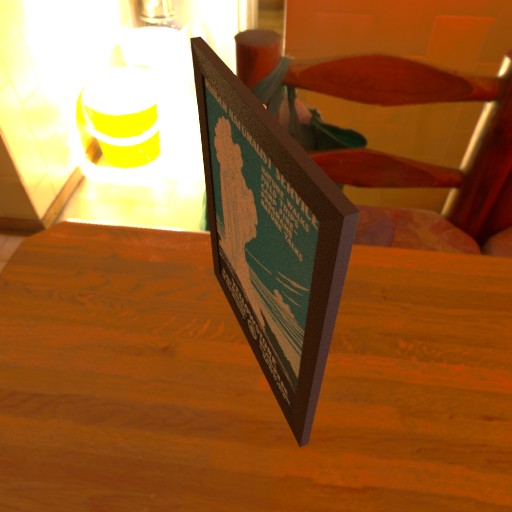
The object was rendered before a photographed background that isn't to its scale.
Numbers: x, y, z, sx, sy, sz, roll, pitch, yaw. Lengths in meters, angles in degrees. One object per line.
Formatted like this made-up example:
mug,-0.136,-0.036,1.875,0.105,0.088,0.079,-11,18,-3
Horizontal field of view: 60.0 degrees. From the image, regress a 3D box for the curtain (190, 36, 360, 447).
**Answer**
curtain,0.000,0.000,0.791,0.027,0.585,0.483,-17,49,-16
